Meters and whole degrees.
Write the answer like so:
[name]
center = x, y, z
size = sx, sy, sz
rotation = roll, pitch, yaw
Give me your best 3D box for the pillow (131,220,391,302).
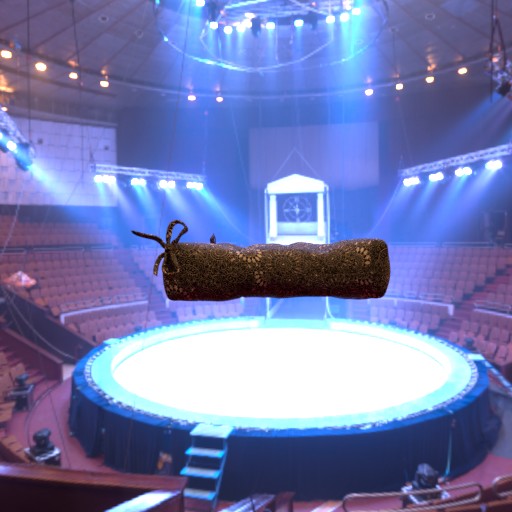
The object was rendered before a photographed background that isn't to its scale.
[pillow]
center = 0.000, 0.000, 1.404
size = 0.511, 0.174, 1.194
rotation = 0, 1, -1
